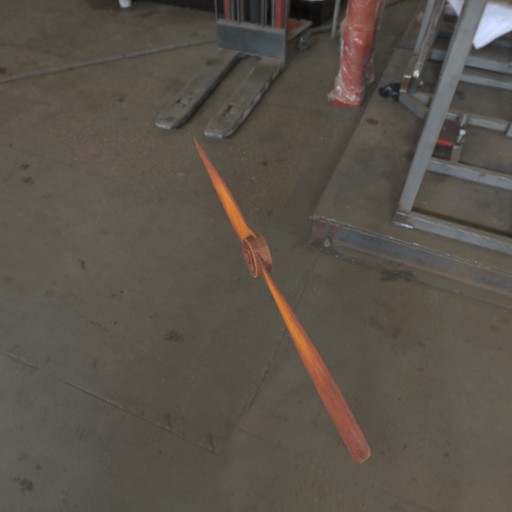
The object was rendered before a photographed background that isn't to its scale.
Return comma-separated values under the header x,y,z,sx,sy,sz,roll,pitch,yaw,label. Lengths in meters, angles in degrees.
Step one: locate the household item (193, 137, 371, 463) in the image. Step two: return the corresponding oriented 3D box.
x,y,z,sx,sy,sz,roll,pitch,yaw,label
0.000,0.000,1.255,0.051,0.121,1.181,-17,51,-14,household item
